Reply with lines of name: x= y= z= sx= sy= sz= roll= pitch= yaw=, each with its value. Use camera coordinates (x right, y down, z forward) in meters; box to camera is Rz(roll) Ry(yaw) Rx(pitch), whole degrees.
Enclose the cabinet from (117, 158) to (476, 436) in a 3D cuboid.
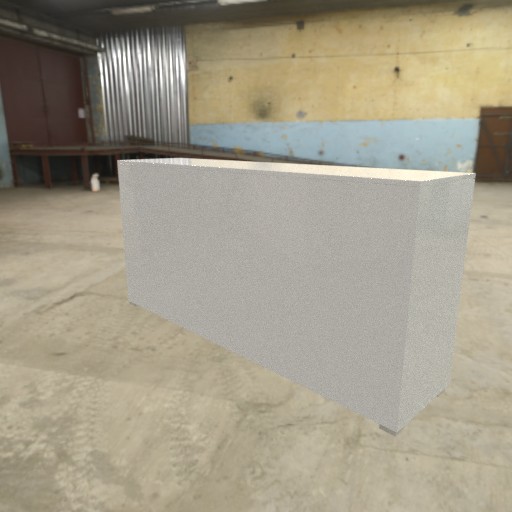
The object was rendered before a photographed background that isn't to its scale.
cabinet: x=0.000 y=0.000 z=1.991 sx=0.400 sy=0.800 sz=1.650 roll=-14 pitch=21 yaw=-43
